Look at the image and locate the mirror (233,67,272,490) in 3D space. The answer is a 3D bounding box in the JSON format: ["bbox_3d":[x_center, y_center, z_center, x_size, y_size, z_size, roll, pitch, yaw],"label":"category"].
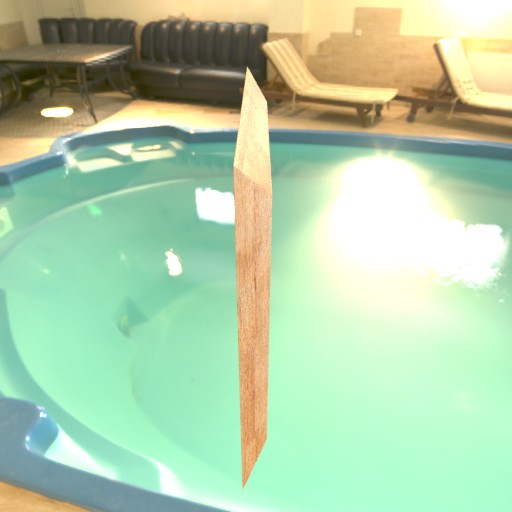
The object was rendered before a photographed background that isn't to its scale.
[{"bbox_3d":[0.000,0.000,0.949,0.047,0.651,0.651,0,32,0],"label":"mirror"}]
